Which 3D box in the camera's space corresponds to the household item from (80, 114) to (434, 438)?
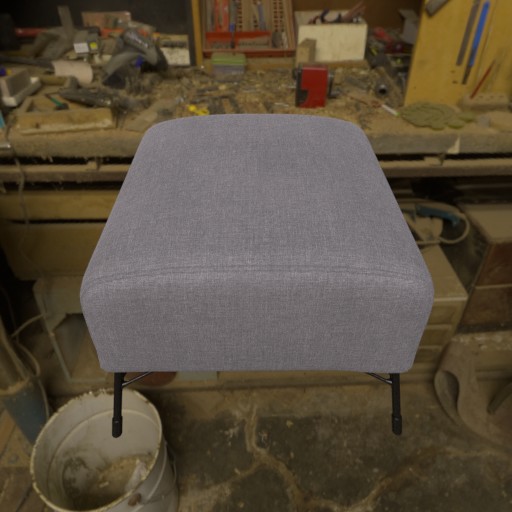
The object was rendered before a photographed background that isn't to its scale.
[{"bbox_3d":[0.000,0.000,0.874,0.530,0.410,0.530,0,40,0],"label":"household item"}]
